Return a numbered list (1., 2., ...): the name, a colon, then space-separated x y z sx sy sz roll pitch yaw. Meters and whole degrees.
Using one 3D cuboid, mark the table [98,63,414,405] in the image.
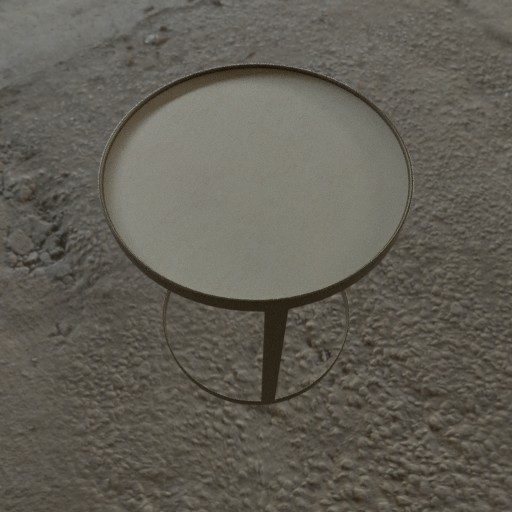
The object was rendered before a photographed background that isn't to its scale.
1. table: 0.000 0.000 0.926 0.480 0.565 0.480 0 59 0
